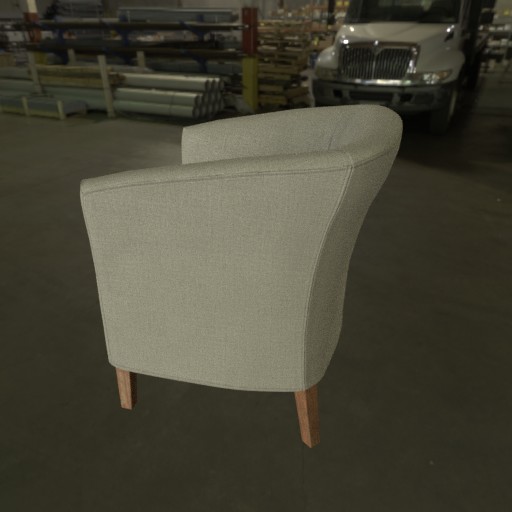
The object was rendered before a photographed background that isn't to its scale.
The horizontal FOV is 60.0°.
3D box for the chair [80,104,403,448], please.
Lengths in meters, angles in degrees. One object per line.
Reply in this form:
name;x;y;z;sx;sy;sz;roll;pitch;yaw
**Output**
chair;0.000;0.000;1.227;0.668;0.771;0.600;7;29;13
